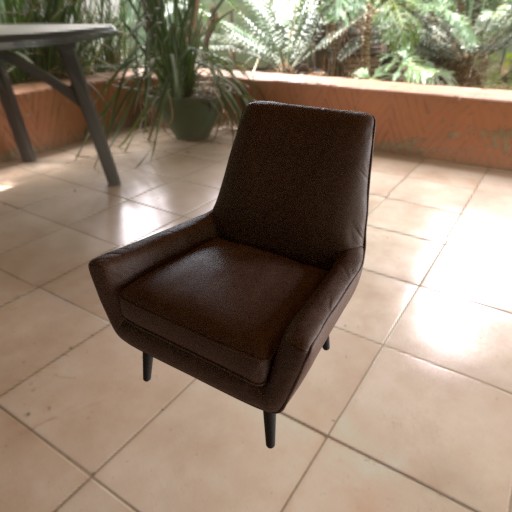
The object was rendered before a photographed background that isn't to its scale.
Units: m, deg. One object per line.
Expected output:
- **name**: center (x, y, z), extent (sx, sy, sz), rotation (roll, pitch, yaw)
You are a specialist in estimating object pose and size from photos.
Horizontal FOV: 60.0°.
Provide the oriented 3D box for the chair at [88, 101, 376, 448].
- **chair**: center (0.000, 0.000, 1.530), extent (0.787, 0.888, 0.824), rotation (17, 34, 28)
